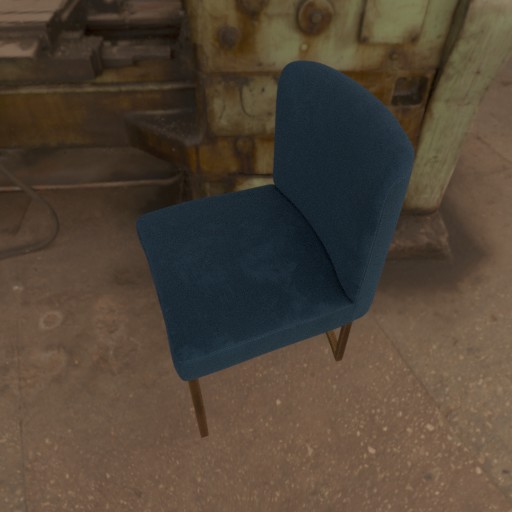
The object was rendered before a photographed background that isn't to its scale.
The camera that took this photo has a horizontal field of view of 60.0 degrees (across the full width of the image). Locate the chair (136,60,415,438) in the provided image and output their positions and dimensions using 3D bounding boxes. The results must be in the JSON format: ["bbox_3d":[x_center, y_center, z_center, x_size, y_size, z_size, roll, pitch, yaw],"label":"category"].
[{"bbox_3d":[0.000,0.000,1.179,0.560,0.824,0.530,-15,49,-14],"label":"chair"}]
